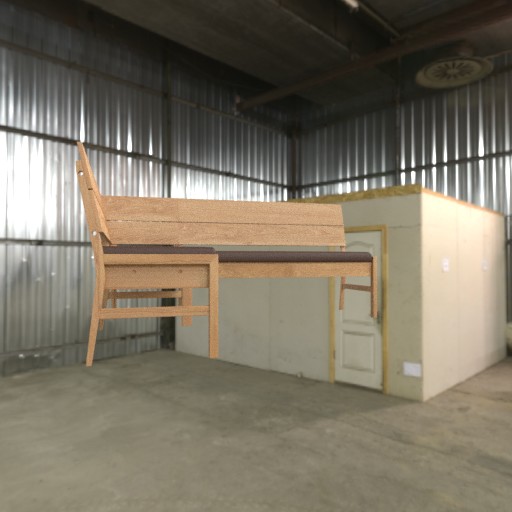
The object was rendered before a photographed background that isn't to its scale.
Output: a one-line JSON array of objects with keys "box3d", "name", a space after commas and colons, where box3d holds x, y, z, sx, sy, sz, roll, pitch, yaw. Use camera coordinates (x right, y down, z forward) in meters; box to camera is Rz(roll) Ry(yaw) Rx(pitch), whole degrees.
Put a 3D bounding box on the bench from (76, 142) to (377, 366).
[{"box3d": [0.000, 0.000, 2.774, 1.975, 0.890, 1.549, 0, 0, -18], "name": "bench"}]
